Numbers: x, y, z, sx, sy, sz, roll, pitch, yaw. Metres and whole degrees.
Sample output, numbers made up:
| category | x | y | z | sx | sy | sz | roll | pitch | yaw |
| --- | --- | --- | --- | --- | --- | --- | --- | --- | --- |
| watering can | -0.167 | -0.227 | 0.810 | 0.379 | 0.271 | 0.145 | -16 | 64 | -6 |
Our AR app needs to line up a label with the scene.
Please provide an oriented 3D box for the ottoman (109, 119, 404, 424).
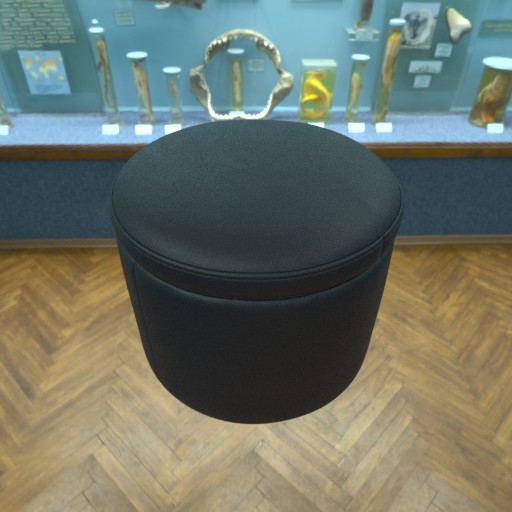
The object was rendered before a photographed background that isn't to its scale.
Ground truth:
| category | x | y | z | sx | sy | sz | roll | pitch | yaw |
| --- | --- | --- | --- | --- | --- | --- | --- | --- | --- |
| ottoman | 0.000 | 0.000 | 0.876 | 0.501 | 0.409 | 0.501 | 0 | 40 | 0 |
